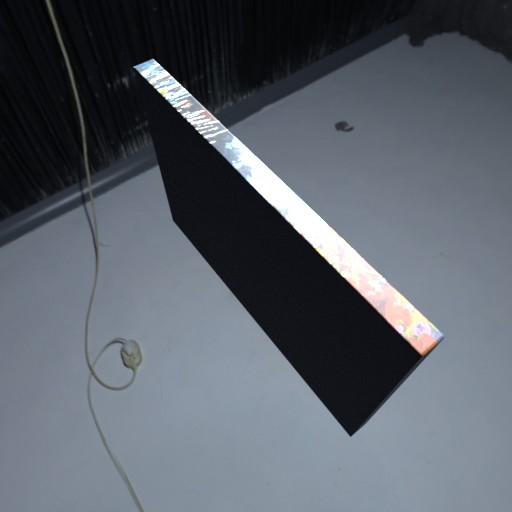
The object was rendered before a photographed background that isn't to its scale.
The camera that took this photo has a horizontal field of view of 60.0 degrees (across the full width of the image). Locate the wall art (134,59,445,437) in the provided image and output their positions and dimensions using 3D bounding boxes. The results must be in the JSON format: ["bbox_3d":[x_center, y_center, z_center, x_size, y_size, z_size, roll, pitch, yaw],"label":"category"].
[{"bbox_3d":[0.000,0.000,0.761,0.037,0.406,0.610,-32,63,-19],"label":"wall art"}]
